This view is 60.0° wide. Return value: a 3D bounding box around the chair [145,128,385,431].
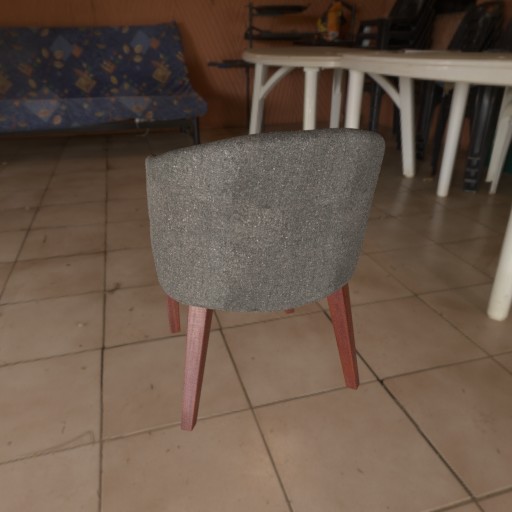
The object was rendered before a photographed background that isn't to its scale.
[{"bbox_3d":[0.000,0.000,1.285,0.583,0.811,0.655,-8,27,-16],"label":"chair"}]
